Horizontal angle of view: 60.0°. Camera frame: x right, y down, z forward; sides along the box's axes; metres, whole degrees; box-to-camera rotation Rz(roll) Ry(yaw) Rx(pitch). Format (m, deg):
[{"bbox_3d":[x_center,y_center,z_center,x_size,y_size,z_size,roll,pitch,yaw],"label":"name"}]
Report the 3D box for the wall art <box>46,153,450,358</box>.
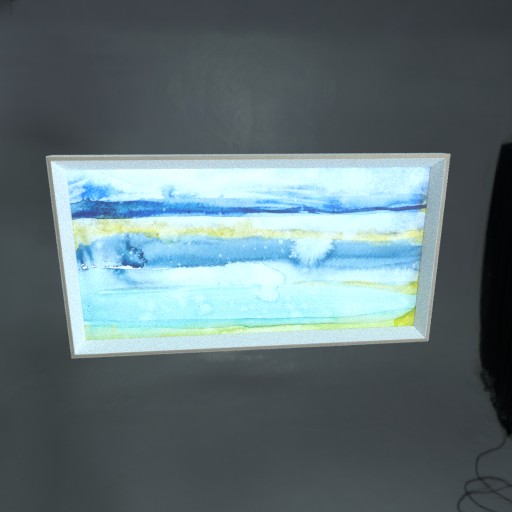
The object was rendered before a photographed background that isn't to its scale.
[{"bbox_3d":[0.000,0.000,0.964,0.812,0.431,0.038,-2,16,-6],"label":"wall art"}]
